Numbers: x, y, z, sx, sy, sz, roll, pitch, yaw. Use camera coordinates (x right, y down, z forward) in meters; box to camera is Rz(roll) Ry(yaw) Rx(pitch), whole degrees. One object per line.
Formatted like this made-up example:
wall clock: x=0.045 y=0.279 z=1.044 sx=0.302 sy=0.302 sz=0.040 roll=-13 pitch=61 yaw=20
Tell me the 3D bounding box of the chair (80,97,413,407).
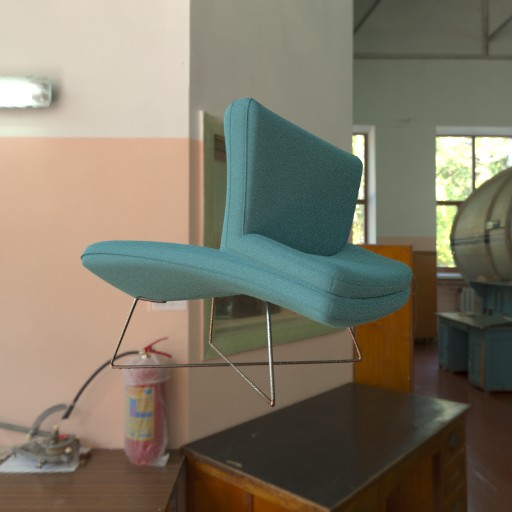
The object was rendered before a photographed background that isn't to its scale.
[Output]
chair: x=0.000 y=0.000 z=1.671 sx=1.008 sy=0.855 sz=0.859 roll=-1 pitch=-1 yaw=34
